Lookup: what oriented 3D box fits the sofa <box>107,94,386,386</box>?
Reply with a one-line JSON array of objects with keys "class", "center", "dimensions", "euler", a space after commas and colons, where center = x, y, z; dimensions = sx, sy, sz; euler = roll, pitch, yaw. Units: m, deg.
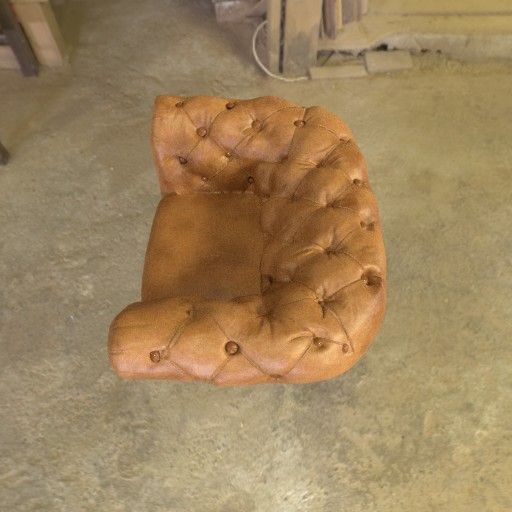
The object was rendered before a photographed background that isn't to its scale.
[{"class": "sofa", "center": [0.000, 0.000, 2.099], "dimensions": [1.033, 0.878, 1.405], "euler": [0, 58, 0]}]
